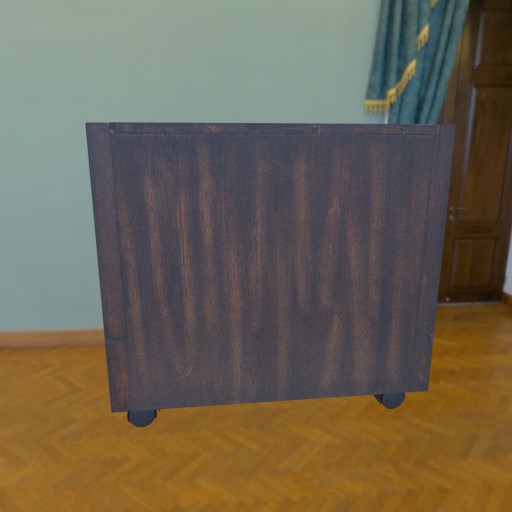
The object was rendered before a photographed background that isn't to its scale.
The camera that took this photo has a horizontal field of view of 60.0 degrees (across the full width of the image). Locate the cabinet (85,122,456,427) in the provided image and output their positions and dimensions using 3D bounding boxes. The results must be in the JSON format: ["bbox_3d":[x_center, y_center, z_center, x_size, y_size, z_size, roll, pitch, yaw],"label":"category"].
[{"bbox_3d":[0.000,0.000,0.823,0.500,0.455,0.402,-2,14,-7],"label":"cabinet"}]
